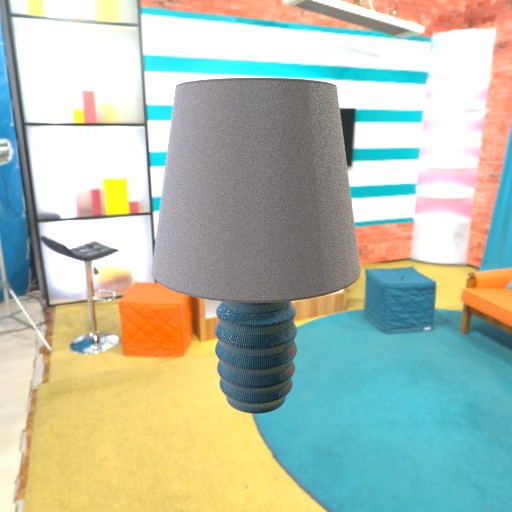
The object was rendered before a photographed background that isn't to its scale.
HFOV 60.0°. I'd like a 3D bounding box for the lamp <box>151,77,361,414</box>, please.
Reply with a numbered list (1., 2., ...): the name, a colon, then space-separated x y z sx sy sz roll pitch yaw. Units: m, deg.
1. lamp: 0.000 0.000 0.549 0.254 0.392 0.254 0 15 0
